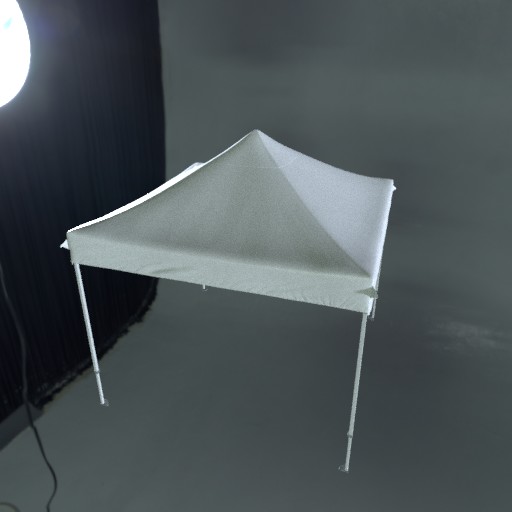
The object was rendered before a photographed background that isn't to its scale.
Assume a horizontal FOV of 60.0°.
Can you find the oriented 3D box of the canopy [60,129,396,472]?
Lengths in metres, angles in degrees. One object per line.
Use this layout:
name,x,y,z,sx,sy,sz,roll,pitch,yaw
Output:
canopy,0.000,0.000,5.383,2.996,2.998,2.994,8,27,17
